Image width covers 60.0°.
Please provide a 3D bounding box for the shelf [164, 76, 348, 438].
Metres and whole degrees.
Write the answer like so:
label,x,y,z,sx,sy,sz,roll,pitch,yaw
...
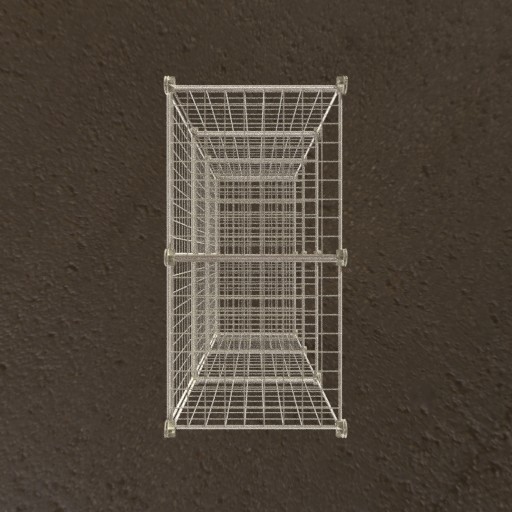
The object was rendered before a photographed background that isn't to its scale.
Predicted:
label,x,y,z,sx,sy,sz,roll,pitch,yaw
shelf,0.000,0.000,1.392,0.356,1.067,0.711,0,90,0
